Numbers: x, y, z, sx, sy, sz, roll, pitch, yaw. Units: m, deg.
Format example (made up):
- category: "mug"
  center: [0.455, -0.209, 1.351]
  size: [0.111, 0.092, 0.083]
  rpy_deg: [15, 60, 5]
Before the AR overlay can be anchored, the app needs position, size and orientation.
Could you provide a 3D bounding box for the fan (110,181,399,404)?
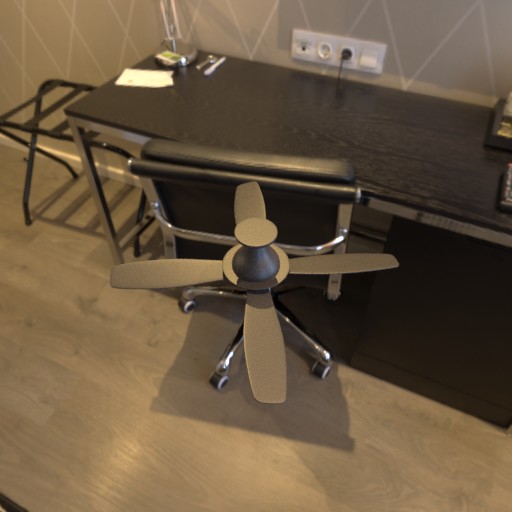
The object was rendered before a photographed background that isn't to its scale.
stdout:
- category: "fan"
  center: [0.000, 0.000, 2.542]
  size: [1.694, 0.382, 1.694]
  rpy_deg: [-3, 45, -3]
